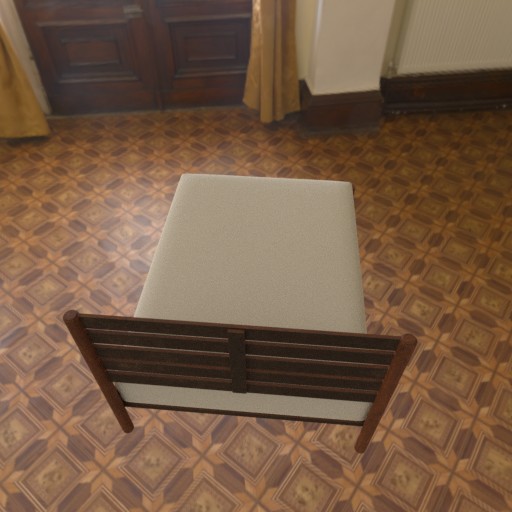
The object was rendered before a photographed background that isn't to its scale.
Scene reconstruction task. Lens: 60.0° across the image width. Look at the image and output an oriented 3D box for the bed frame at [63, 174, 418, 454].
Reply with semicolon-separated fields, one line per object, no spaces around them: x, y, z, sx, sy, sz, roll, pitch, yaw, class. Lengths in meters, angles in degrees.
0.000;0.000;3.269;1.655;1.321;2.234;4;47;3;bed frame
